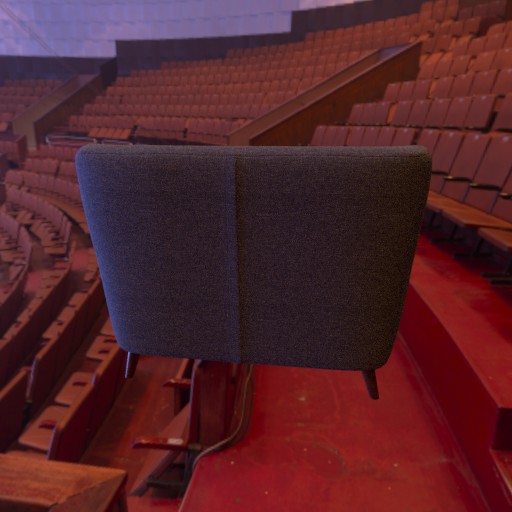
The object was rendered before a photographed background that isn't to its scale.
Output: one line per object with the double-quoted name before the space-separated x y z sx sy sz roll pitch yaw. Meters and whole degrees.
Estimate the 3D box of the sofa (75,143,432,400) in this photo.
"sofa" 0.000 0.000 2.062 1.358 1.028 0.874 2 16 8
